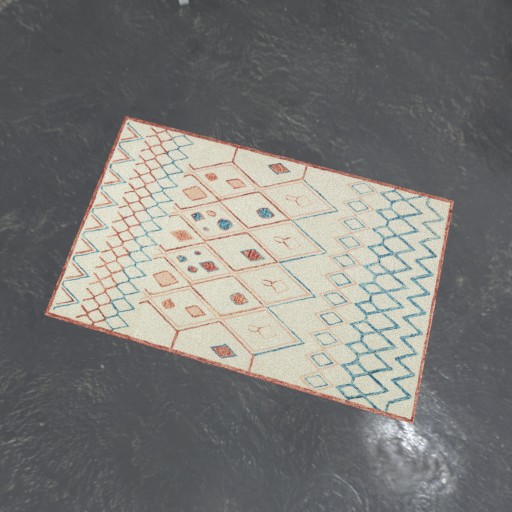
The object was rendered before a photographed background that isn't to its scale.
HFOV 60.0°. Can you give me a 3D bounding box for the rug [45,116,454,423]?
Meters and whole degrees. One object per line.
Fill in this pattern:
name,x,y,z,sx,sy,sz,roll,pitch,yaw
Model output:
rug,0.000,0.000,2.995,2.438,0.015,1.524,15,76,4
